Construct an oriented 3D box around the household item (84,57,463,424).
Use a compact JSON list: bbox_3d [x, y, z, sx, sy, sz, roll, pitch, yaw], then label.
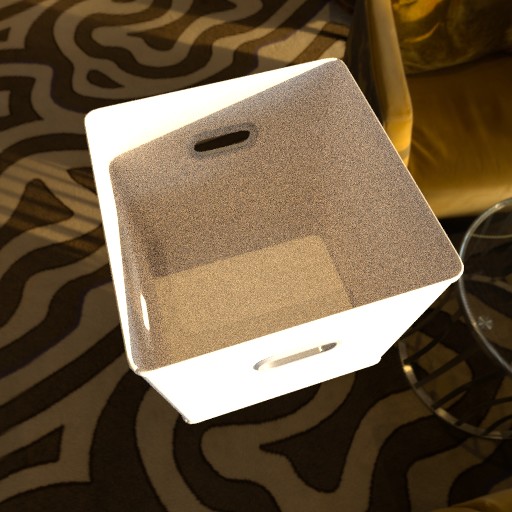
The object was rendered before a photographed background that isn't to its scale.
[{"bbox_3d":[0.000,0.000,0.571,0.305,0.305,0.305,-16,64,-8],"label":"household item"}]
